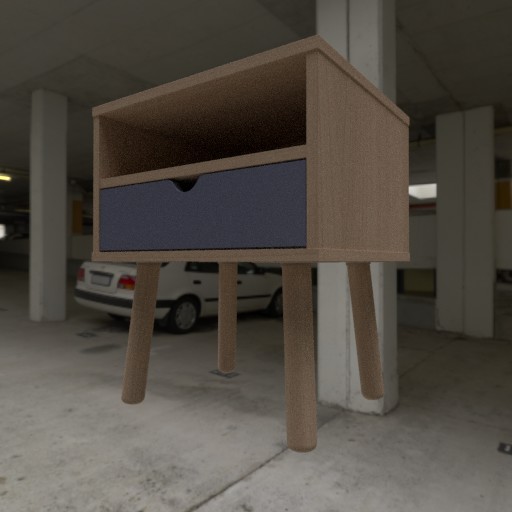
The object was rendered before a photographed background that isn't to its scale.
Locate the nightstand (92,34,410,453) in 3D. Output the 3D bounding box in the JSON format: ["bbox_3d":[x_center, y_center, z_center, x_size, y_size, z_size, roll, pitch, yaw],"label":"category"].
[{"bbox_3d":[0.000,0.000,0.818,0.450,0.530,0.380,0,-1,35],"label":"nightstand"}]
